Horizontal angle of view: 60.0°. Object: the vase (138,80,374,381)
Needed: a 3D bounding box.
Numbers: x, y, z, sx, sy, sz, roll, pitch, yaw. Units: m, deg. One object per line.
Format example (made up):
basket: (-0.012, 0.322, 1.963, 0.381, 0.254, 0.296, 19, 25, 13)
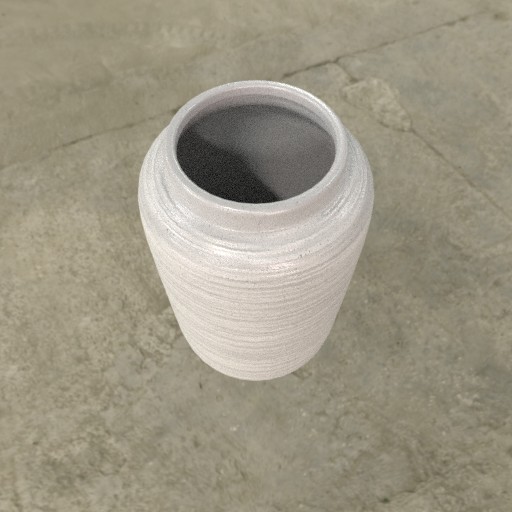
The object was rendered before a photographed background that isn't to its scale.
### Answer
vase: (0.000, 0.000, 0.472, 0.202, 0.335, 0.202, 0, 59, 0)
